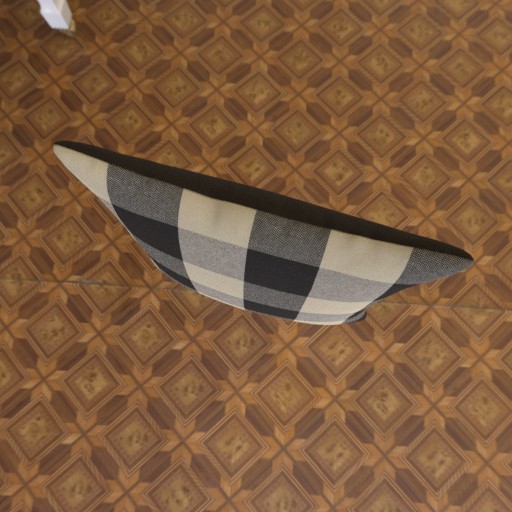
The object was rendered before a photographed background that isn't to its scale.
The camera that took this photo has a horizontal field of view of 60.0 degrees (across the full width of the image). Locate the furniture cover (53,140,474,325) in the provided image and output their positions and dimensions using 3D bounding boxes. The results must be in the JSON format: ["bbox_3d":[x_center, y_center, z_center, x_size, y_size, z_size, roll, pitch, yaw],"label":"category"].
[{"bbox_3d":[0.000,0.000,0.758,0.511,0.509,0.161,16,76,4],"label":"furniture cover"}]
